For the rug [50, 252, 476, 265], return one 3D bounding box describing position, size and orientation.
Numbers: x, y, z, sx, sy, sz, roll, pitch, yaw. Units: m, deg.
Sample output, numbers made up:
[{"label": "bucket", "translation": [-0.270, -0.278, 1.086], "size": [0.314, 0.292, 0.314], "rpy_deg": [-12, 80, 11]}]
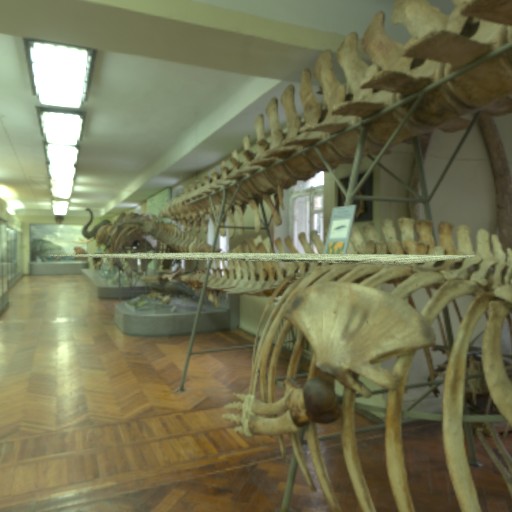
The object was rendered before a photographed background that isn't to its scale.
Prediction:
[{"label": "rug", "translation": [0.000, 0.000, 4.674], "size": [3.824, 0.019, 2.393], "rpy_deg": [1, 1, 36]}]
